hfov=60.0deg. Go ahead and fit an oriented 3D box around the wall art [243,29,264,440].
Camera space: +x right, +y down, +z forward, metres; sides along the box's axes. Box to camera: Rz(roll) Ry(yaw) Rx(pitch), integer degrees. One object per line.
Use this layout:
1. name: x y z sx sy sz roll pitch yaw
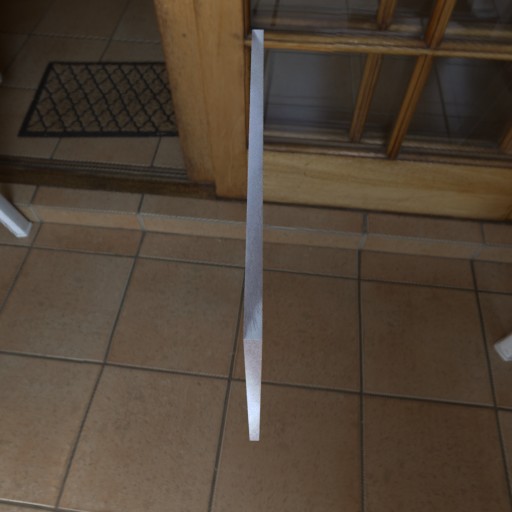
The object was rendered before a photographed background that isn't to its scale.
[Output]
1. wall art: 0.000 0.000 1.147 0.027 0.762 0.762 1 58 0
